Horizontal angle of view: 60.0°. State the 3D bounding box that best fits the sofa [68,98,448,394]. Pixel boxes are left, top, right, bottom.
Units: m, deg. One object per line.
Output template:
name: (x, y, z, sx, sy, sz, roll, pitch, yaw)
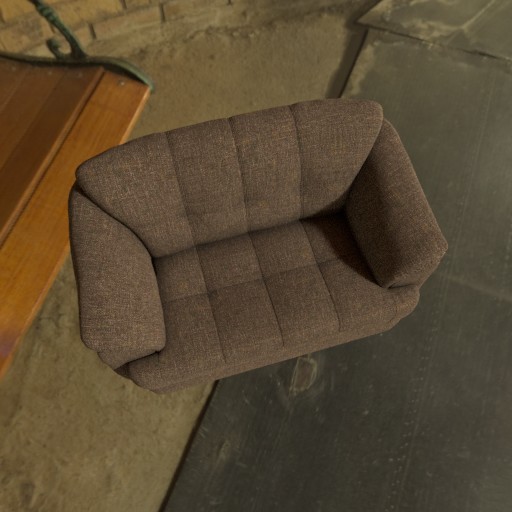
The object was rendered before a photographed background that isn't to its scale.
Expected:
sofa: (0.000, 0.000, 1.910, 1.404, 0.895, 0.799, -14, 64, -7)
